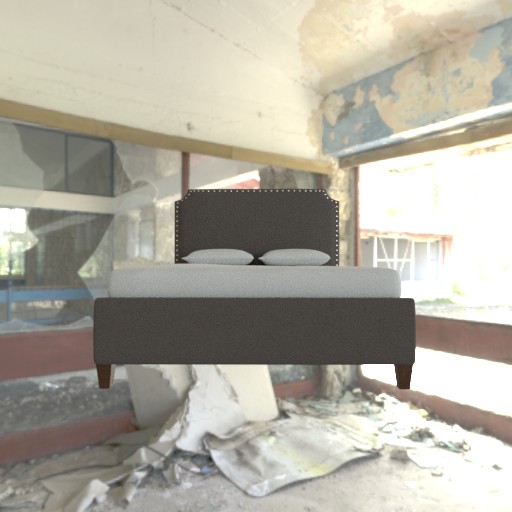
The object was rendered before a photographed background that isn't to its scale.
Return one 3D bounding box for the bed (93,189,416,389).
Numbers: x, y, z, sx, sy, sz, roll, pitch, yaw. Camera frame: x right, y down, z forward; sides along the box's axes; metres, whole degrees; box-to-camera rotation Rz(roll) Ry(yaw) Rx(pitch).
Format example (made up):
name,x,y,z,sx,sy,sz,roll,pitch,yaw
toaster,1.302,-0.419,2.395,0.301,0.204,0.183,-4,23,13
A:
name,x,y,z,sx,sy,sz,roll,pitch,yaw
bed,0.000,0.000,3.481,1.713,1.443,2.372,0,-1,0
